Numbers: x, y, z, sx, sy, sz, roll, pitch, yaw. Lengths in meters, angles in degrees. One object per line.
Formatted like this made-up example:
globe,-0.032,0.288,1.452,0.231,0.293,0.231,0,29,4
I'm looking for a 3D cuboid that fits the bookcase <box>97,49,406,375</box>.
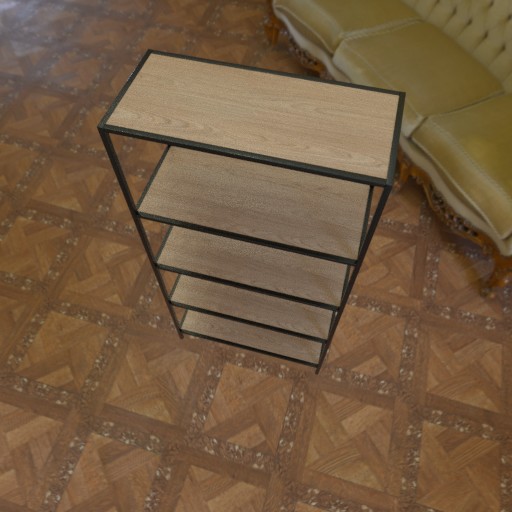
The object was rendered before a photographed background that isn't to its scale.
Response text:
bookcase,0.000,0.000,1.831,0.770,1.500,0.350,13,59,8
